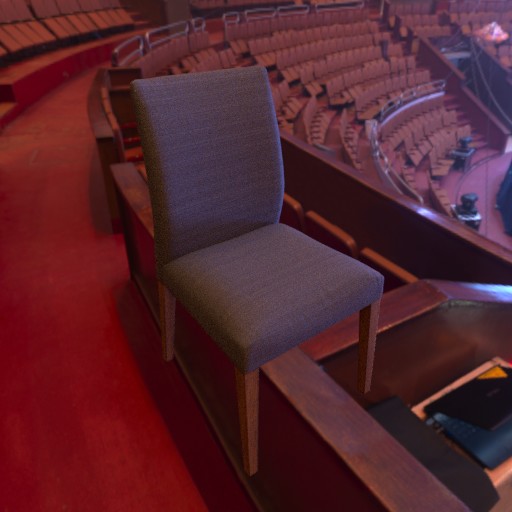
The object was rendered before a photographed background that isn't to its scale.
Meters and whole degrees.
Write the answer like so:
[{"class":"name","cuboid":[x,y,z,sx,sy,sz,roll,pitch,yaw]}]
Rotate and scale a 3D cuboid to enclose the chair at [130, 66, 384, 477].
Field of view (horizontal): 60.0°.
[{"class":"chair","cuboid":[0.000,0.000,1.288,0.496,0.940,0.585,-22,37,-32]}]
